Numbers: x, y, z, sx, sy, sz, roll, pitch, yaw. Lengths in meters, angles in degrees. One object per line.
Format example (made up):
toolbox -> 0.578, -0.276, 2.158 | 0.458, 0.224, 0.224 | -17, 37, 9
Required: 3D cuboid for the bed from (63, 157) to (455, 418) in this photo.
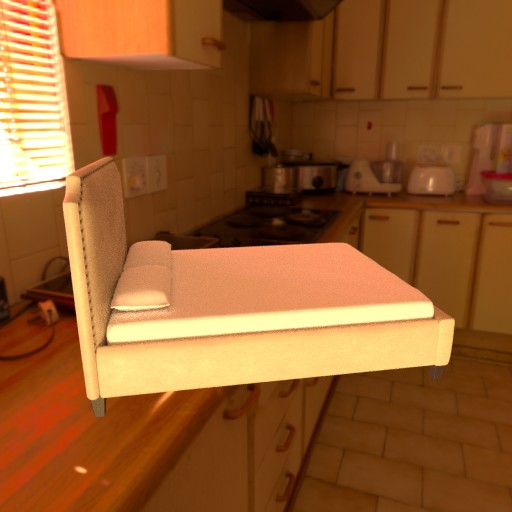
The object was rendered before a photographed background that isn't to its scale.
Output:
bed -> 0.000, 0.000, 3.425 | 2.372, 1.443, 1.712 | -3, 17, -10
